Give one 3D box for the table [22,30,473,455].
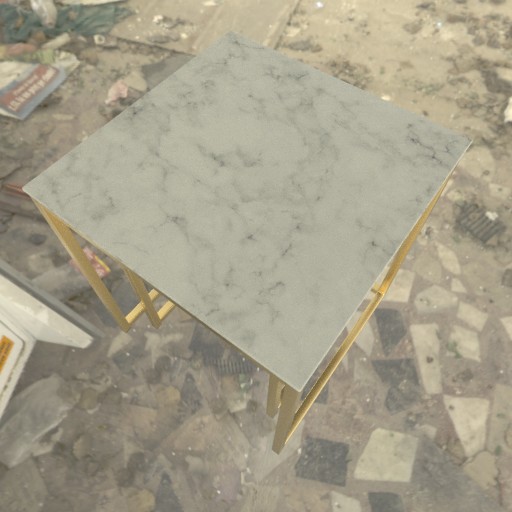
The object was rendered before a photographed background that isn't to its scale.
[{"bbox_3d":[0.000,0.000,0.831,0.450,0.500,0.450,33,64,18],"label":"table"}]
